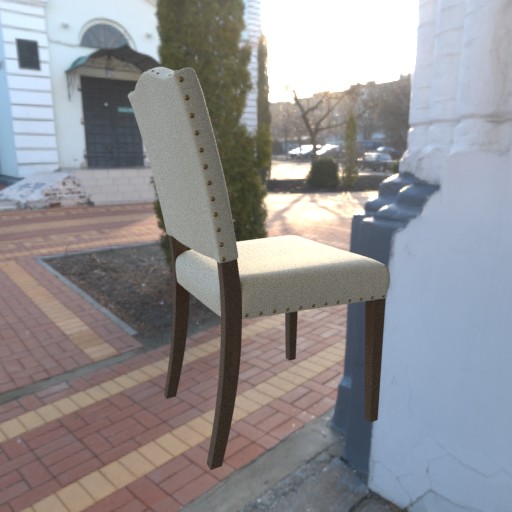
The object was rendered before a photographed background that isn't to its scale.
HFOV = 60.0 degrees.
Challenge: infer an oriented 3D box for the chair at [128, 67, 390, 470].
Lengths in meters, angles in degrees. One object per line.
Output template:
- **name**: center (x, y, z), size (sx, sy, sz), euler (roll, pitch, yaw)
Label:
- **chair**: center (0.000, 0.000, 1.337), size (0.619, 1.015, 0.508), euler (-7, 15, -27)
